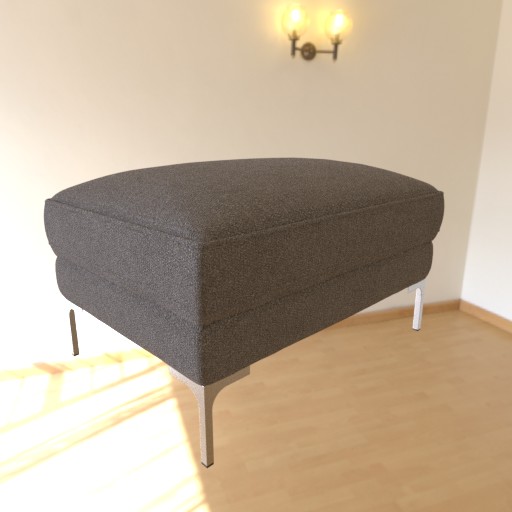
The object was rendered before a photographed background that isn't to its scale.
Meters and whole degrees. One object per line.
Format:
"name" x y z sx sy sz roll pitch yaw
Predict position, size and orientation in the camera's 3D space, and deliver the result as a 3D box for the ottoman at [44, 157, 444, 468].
"ottoman" 0.000 0.000 1.096 0.785 0.464 0.583 -15 22 -42
